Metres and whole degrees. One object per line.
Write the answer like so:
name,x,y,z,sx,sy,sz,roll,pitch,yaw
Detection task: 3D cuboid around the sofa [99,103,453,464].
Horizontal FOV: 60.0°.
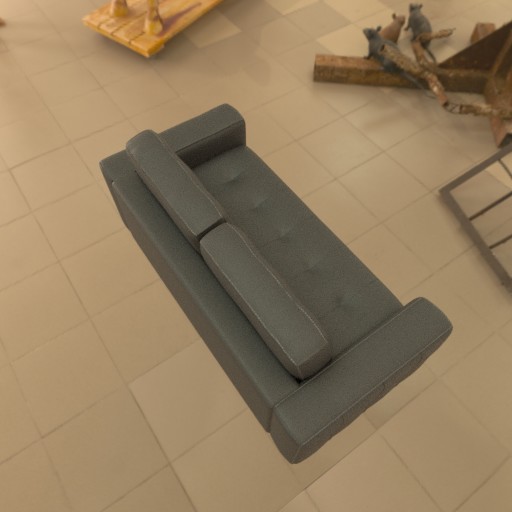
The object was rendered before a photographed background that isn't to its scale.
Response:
sofa,0.000,0.000,2.207,0.833,0.893,1.726,-31,63,-18
